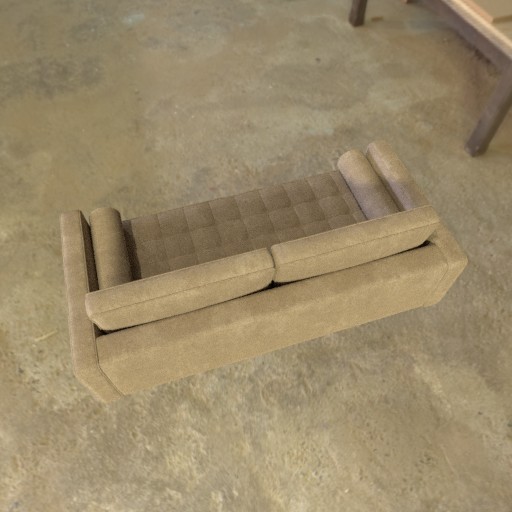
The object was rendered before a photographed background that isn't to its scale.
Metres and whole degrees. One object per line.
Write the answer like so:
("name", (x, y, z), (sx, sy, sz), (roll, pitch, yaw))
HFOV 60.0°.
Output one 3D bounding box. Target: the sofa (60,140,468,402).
("sofa", (0.000, 0.000, 2.342), (1.883, 0.769, 0.920), (-15, 58, -9))
